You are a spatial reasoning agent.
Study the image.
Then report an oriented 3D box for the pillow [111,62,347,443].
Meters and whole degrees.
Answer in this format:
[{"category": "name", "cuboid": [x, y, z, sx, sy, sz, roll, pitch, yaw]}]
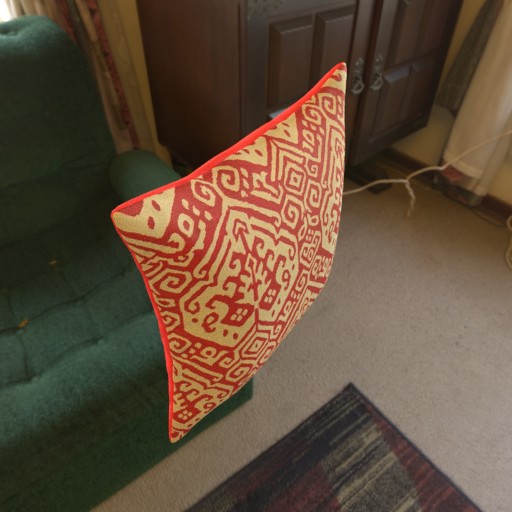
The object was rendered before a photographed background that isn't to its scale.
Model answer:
[{"category": "pillow", "cuboid": [0.000, 0.000, 0.769, 0.192, 0.507, 0.522, 25, 48, 25]}]
